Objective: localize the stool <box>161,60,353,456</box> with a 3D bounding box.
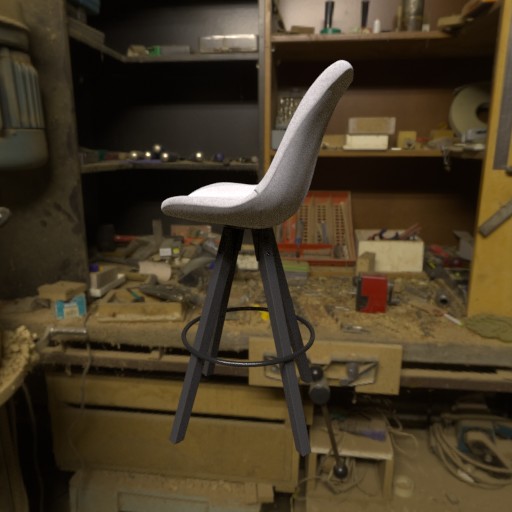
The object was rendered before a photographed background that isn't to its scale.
[{"bbox_3d":[0.000,0.000,1.424,0.550,1.115,0.485,2,15,8],"label":"stool"}]
